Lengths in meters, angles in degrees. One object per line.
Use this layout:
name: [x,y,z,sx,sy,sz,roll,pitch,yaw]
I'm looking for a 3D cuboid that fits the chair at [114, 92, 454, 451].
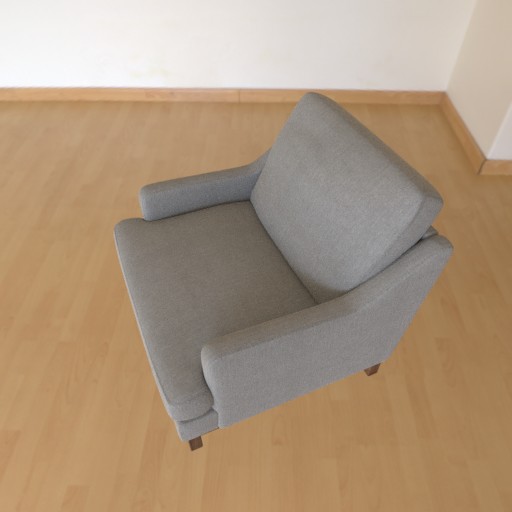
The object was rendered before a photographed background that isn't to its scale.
chair: [0.000,0.000,1.547,0.892,0.821,0.826,-17,49,-16]
